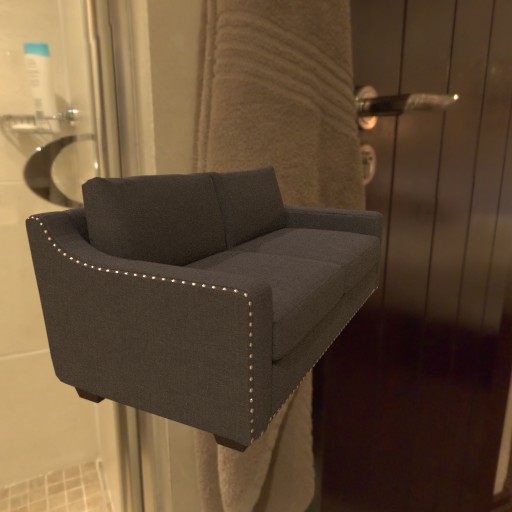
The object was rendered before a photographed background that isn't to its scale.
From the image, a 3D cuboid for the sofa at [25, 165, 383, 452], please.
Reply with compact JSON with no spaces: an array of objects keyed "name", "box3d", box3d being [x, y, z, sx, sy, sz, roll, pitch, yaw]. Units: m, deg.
[{"name":"sofa","box3d":[0.000,0.000,3.133,1.336,1.196,2.550,7,15,26]}]
